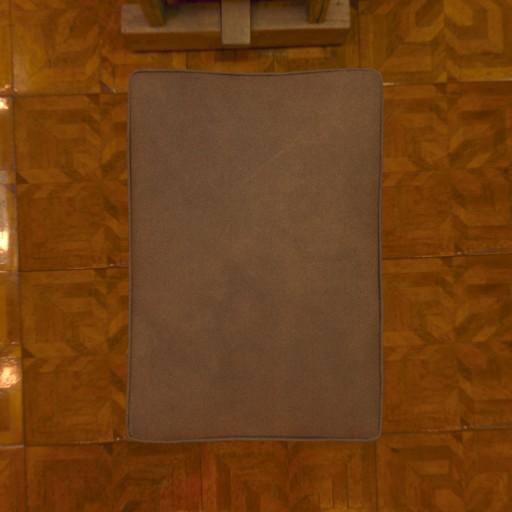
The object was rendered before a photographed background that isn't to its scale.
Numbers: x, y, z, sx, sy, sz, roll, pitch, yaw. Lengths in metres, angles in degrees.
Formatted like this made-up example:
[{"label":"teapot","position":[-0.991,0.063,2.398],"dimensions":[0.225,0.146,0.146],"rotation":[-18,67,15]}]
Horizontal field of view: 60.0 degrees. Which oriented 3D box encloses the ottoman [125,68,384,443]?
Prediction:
[{"label":"ottoman","position":[0.000,0.000,1.190],"dimensions":[0.596,0.481,0.860],"rotation":[0,90,0]}]
